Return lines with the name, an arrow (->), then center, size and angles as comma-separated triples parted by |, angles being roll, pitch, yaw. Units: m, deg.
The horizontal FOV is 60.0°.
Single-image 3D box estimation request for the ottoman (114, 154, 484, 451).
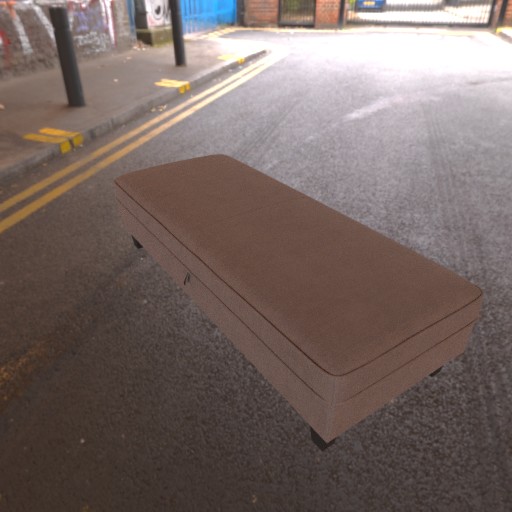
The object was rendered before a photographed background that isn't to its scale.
ottoman -> 0.000, 0.000, 2.027 | 0.751, 0.470, 1.764 | -20, 37, -29
